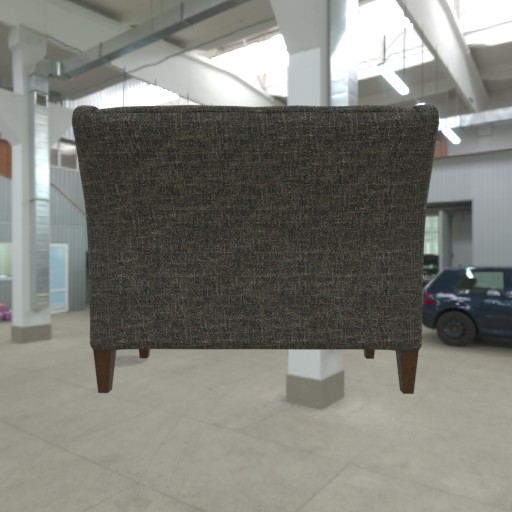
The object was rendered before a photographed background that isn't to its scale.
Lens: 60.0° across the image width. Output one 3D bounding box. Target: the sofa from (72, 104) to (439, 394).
[{"bbox_3d":[0.000,0.000,1.878,1.242,1.021,0.870,0,0,0],"label":"sofa"}]
